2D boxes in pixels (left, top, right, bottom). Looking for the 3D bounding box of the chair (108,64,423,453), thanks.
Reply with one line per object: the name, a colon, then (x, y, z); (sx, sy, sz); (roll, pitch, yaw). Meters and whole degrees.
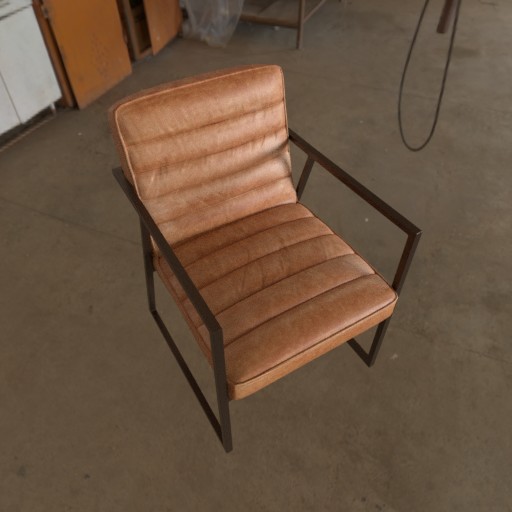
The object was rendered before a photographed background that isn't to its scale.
chair: (0.000, 0.000, 1.286); (0.571, 0.832, 0.677); (-23, 51, -21)
